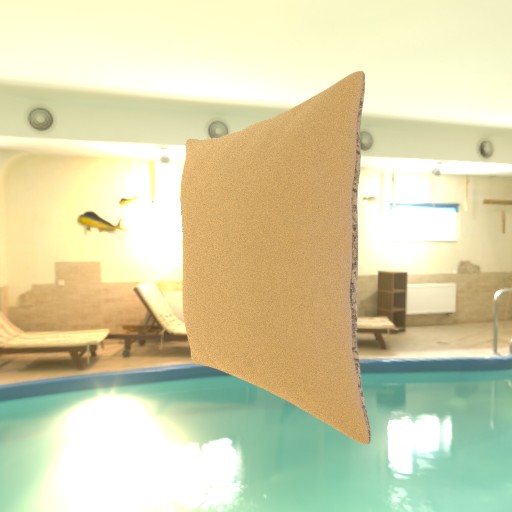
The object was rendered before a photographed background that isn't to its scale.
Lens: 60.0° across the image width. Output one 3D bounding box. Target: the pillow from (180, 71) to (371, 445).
[{"bbox_3d":[0.000,0.000,0.804,0.166,0.510,0.523,-2,3,-35],"label":"pillow"}]
